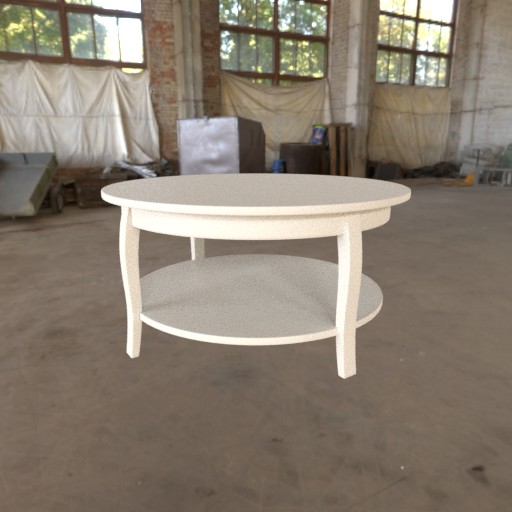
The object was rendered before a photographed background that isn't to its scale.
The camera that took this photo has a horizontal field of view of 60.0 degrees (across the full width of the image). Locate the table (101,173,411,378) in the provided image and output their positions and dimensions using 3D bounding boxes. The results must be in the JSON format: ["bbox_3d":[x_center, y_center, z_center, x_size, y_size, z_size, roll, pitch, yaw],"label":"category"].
[{"bbox_3d":[0.000,0.000,1.432,0.910,0.457,0.910,0,15,0],"label":"table"}]
